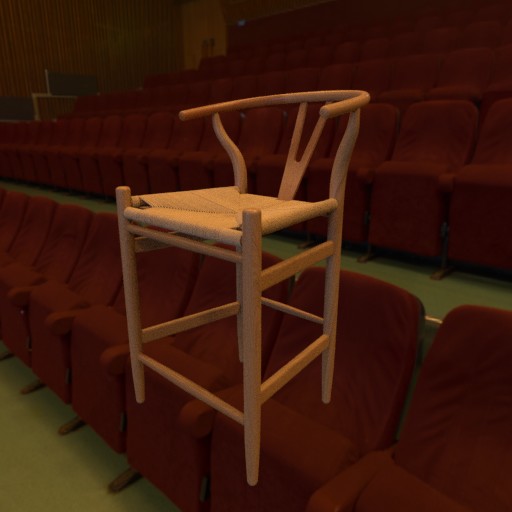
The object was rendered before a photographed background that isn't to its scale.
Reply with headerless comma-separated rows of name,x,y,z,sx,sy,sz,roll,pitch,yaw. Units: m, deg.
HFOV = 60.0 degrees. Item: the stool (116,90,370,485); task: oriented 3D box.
stool,0.000,0.000,1.281,0.536,0.923,0.575,15,22,41
